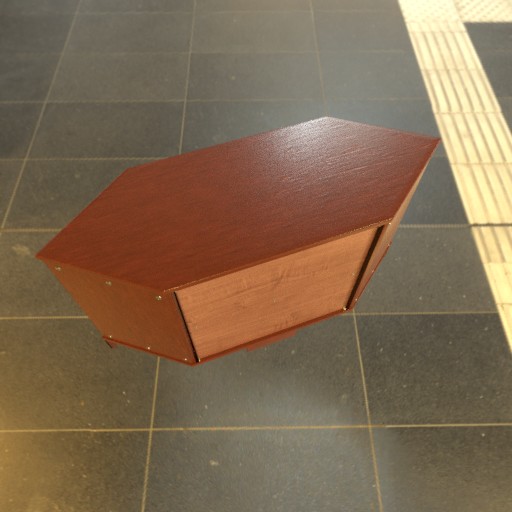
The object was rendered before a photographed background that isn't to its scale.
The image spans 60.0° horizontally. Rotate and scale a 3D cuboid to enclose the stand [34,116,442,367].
[{"bbox_3d":[0.000,0.000,1.361,1.072,0.614,0.381,-18,60,-10],"label":"stand"}]
